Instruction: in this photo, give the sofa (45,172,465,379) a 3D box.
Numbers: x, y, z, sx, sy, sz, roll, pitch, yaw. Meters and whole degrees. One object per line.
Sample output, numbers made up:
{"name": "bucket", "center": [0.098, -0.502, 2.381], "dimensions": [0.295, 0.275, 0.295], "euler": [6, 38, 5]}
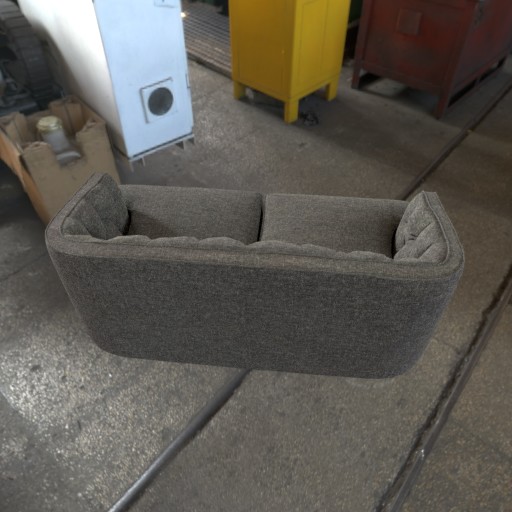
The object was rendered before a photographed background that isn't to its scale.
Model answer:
{"name": "sofa", "center": [0.000, 0.000, 2.217], "dimensions": [1.733, 0.855, 0.941], "euler": [4, 46, 4]}
